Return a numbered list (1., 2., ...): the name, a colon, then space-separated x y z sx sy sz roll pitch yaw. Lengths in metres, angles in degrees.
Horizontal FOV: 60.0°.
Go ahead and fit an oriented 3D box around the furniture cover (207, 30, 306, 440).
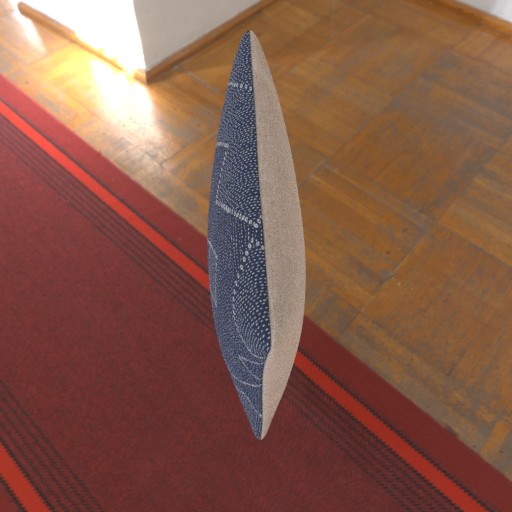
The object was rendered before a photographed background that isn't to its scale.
1. furniture cover: 0.000 0.000 0.759 0.162 0.503 0.511 -2 59 -1
